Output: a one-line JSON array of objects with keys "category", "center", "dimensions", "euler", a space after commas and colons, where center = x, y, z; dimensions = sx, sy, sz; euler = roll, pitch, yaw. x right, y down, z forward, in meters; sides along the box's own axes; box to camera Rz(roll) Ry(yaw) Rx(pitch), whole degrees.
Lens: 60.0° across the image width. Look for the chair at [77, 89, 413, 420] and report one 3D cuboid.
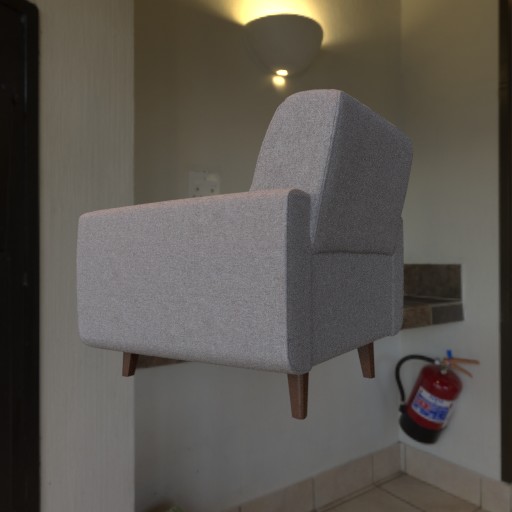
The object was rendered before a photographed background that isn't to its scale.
[{"category": "chair", "center": [0.000, 0.000, 1.529], "dimensions": [0.907, 0.839, 0.831], "euler": [0, 0, 36]}]
